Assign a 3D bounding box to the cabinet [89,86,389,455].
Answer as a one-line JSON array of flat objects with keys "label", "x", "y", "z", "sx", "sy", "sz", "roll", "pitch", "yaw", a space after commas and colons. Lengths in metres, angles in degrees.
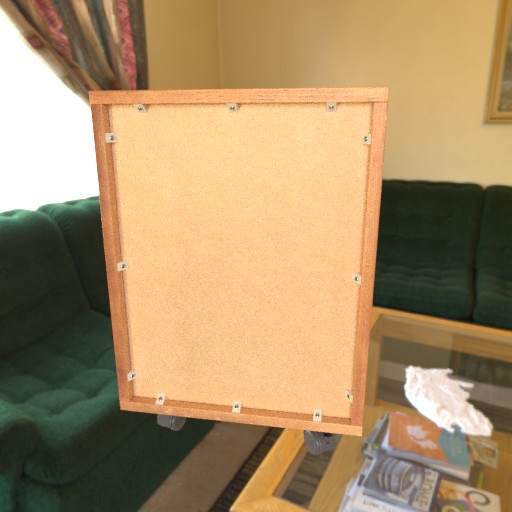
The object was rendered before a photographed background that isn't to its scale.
[{"label": "cabinet", "x": 0.000, "y": 0.000, "z": 0.861, "sx": 0.409, "sy": 0.579, "sz": 0.401, "roll": 3, "pitch": 17, "yaw": 9}]
